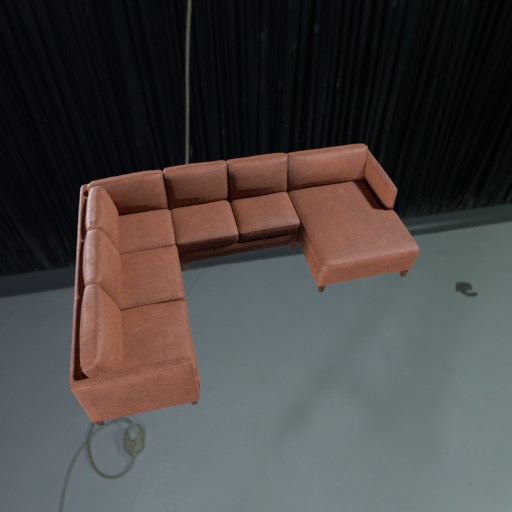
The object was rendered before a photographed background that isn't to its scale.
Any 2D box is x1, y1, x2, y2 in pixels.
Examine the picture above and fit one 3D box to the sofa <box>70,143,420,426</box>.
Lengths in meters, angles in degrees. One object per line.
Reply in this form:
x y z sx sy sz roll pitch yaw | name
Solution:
0.000 0.000 4.585 3.460 0.923 2.593 -10 47 -9 | sofa
